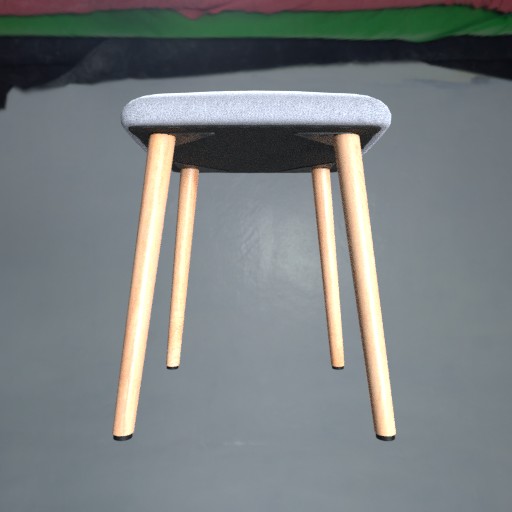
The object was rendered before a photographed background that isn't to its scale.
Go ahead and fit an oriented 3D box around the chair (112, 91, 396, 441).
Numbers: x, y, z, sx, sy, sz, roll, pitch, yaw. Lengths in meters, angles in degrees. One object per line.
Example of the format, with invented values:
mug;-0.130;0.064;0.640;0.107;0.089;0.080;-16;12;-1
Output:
chair;0.000;0.000;0.698;0.350;0.440;0.350;0;1;0
